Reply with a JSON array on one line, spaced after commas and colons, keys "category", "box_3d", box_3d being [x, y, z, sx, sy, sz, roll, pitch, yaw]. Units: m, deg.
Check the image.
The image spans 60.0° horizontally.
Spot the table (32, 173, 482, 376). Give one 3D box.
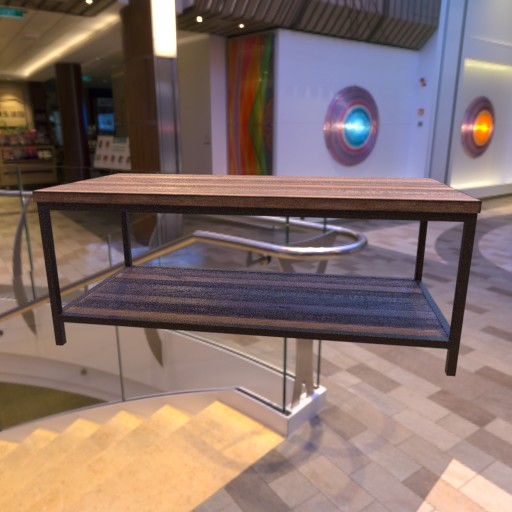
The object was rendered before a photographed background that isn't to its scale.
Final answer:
[{"category": "table", "box_3d": [0.000, 0.000, 1.232, 0.990, 0.399, 0.452, 2, 16, 9]}]
